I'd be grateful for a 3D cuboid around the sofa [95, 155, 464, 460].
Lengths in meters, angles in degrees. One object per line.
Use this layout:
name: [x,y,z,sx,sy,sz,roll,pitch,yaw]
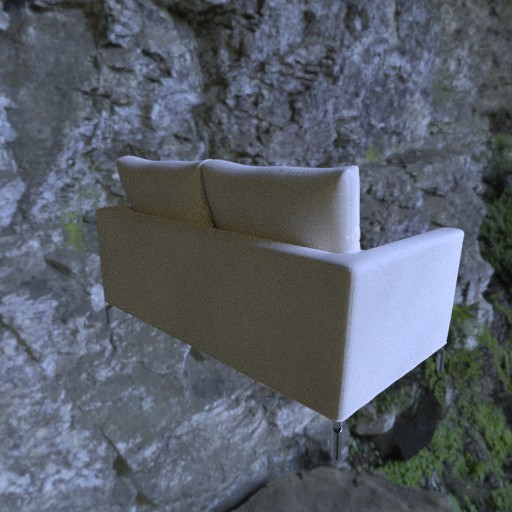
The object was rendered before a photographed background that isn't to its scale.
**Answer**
sofa: [0.000,0.000,2.296,0.906,0.995,1.739,-14,20,-43]
